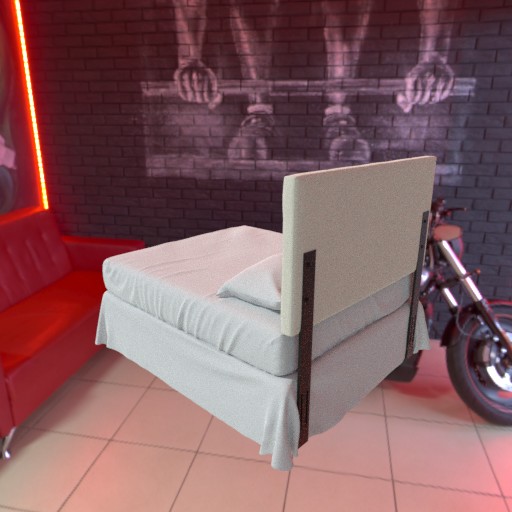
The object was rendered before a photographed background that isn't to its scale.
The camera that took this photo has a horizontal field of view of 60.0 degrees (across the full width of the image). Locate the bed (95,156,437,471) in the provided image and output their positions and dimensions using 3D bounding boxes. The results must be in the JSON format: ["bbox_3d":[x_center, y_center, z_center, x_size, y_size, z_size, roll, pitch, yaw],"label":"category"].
[{"bbox_3d":[0.000,0.000,3.516,2.222,1.577,1.936,16,23,41],"label":"bed"}]
